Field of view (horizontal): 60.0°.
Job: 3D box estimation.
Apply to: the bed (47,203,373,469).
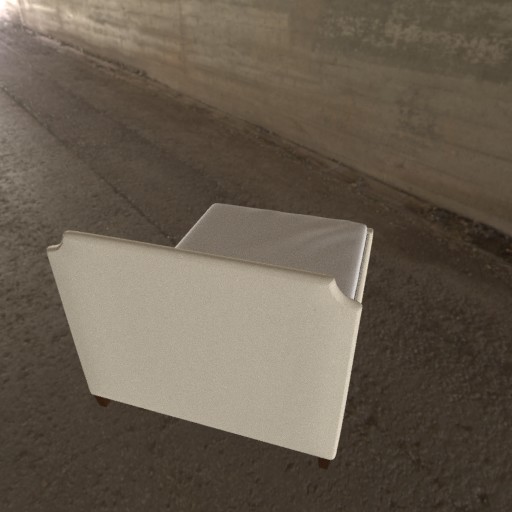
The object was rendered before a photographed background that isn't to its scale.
[{"bbox_3d":[0.000,0.000,3.457,1.712,1.443,2.372,10,34,14],"label":"bed"}]
